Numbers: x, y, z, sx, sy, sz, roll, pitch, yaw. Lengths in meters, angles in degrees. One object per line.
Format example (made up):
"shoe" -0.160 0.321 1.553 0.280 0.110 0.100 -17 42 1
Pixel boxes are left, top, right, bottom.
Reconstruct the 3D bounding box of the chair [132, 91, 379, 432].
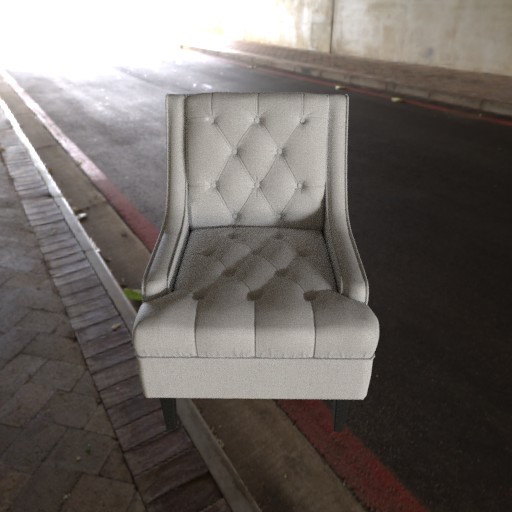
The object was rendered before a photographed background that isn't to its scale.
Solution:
"chair" 0.000 0.000 1.430 0.658 0.891 0.772 0 30 1
